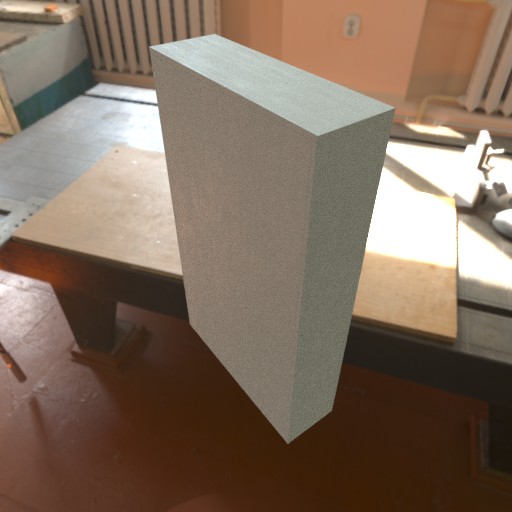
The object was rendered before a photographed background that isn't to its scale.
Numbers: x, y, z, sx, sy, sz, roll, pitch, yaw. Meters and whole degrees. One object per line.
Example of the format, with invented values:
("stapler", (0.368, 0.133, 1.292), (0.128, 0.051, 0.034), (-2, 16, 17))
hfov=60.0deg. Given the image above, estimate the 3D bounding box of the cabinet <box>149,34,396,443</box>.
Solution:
("cabinet", (0.000, 0.000, 1.587), (0.250, 1.280, 0.750), (-26, 47, -27))
